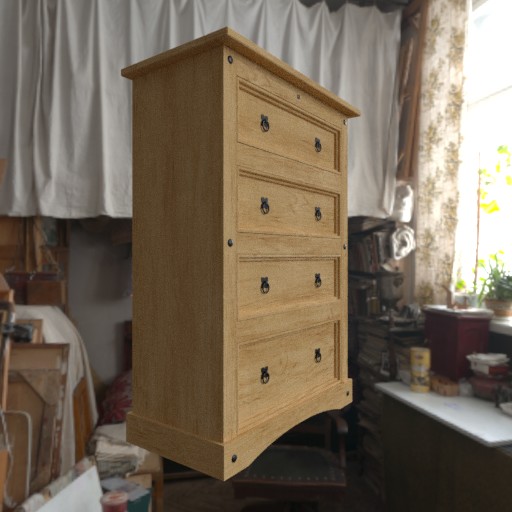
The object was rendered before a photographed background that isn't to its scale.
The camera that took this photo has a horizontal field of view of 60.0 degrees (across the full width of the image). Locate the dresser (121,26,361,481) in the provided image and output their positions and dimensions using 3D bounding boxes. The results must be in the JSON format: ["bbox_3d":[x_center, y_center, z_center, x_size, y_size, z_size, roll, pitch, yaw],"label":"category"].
[{"bbox_3d":[0.000,0.000,1.754,0.485,1.300,0.915,0,0,37],"label":"dresser"}]
